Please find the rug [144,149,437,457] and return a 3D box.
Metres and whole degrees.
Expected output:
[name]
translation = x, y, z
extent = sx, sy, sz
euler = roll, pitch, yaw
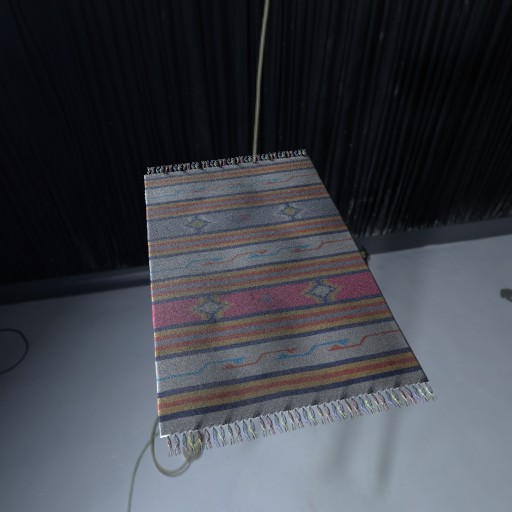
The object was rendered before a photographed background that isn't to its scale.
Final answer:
[rug]
translation = 0.000, 0.000, 2.290
extent = 1.084, 0.013, 1.849
euler = -9, 46, -8
